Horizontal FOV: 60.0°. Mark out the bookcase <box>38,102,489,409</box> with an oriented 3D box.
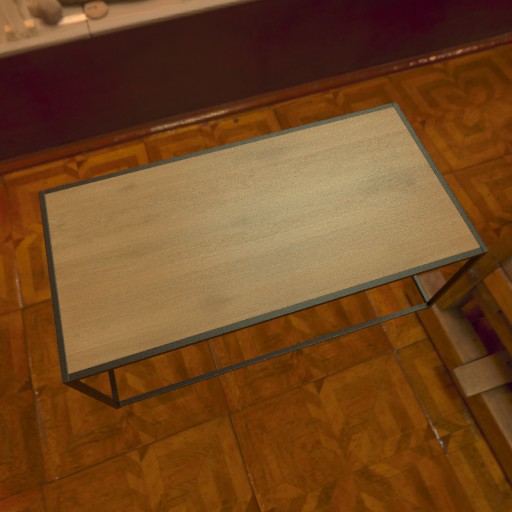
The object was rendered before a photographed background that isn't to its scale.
[{"bbox_3d":[0.000,0.000,1.263,1.000,0.400,0.500,-16,65,-8],"label":"bookcase"}]
